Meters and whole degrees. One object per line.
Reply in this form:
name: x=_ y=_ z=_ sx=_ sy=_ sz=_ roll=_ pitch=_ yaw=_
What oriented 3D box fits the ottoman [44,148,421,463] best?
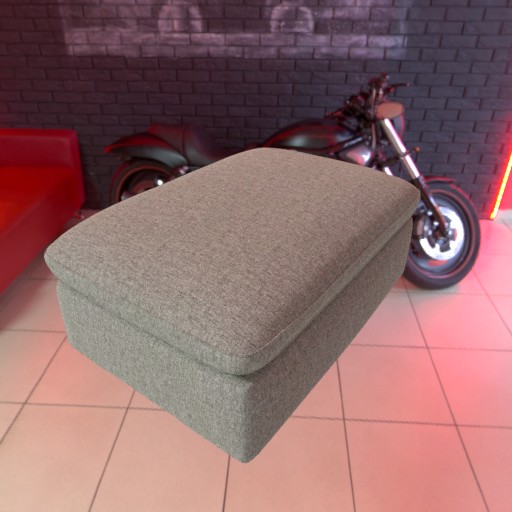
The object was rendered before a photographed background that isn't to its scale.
ottoman: x=0.000 y=0.000 z=1.346 sx=0.694 sy=0.451 sz=0.977 roll=21 pitch=37 yaw=30
